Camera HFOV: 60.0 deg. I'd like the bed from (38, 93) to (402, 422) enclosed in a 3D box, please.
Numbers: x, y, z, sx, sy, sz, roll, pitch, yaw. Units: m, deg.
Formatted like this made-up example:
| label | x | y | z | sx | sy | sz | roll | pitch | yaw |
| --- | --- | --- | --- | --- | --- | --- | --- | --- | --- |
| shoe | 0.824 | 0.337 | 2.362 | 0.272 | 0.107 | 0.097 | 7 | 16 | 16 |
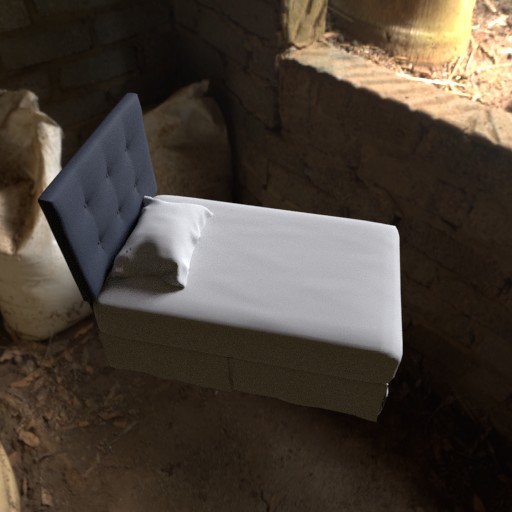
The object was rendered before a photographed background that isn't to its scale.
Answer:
| label | x | y | z | sx | sy | sz | roll | pitch | yaw |
| --- | --- | --- | --- | --- | --- | --- | --- | --- | --- |
| bed | 0.000 | 0.000 | 2.974 | 1.997 | 1.571 | 1.261 | 8 | 47 | 8 |
